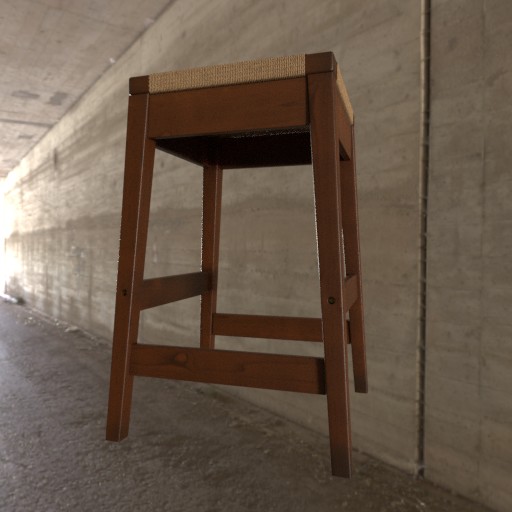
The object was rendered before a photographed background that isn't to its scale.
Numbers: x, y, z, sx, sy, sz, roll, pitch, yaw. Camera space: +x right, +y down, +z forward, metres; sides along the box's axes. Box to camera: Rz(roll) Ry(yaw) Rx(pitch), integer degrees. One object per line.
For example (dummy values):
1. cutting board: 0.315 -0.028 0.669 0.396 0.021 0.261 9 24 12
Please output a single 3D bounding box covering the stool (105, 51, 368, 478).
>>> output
1. stool: 0.000 0.000 1.077 0.507 0.762 0.497 0 2 18
